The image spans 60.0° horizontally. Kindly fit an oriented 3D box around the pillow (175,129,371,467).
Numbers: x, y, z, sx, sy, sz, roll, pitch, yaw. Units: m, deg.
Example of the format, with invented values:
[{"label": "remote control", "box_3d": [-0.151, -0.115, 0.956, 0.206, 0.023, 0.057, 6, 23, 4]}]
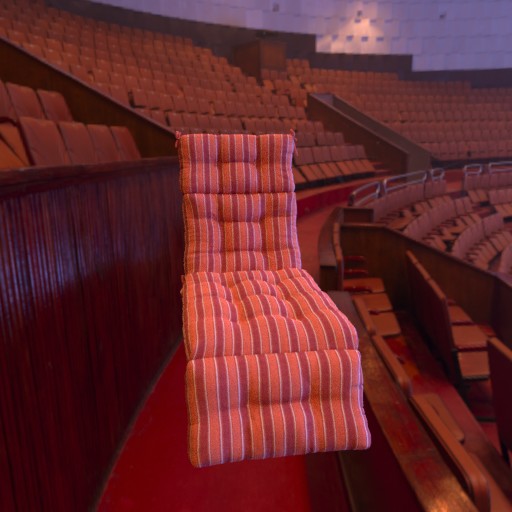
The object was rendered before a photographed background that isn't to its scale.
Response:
[{"label": "pillow", "box_3d": [0.000, 0.000, 1.515, 0.526, 0.863, 1.016, -2, 14, -9]}]
